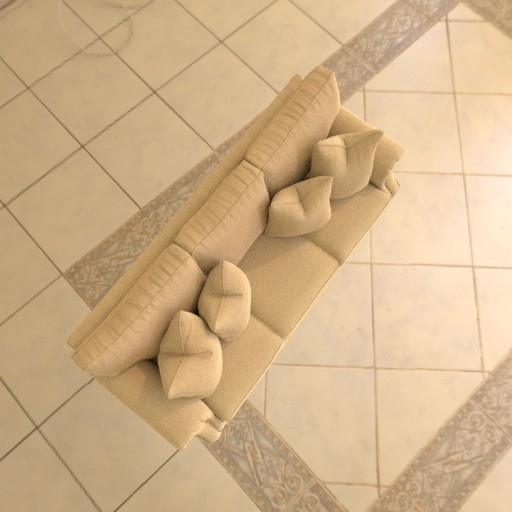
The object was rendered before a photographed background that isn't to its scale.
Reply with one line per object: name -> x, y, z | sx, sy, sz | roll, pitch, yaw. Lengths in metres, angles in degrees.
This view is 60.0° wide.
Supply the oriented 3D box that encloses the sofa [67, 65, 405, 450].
sofa -> 0.000, 0.000, 2.808 | 0.965, 0.975, 2.312 | 36, 78, 9
